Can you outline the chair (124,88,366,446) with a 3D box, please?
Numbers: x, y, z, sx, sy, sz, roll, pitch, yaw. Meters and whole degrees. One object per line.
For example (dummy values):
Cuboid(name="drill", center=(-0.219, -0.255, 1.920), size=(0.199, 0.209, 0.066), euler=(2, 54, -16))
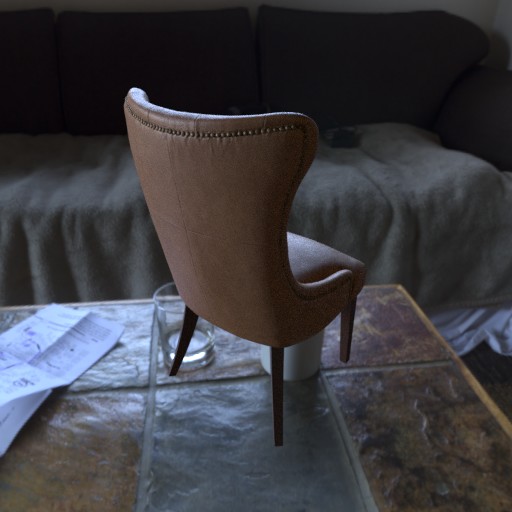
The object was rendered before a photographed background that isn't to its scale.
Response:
Cuboid(name="chair", center=(0.000, 0.000, 1.482), size=(0.611, 1.065, 0.669), euler=(21, 36, 32))
